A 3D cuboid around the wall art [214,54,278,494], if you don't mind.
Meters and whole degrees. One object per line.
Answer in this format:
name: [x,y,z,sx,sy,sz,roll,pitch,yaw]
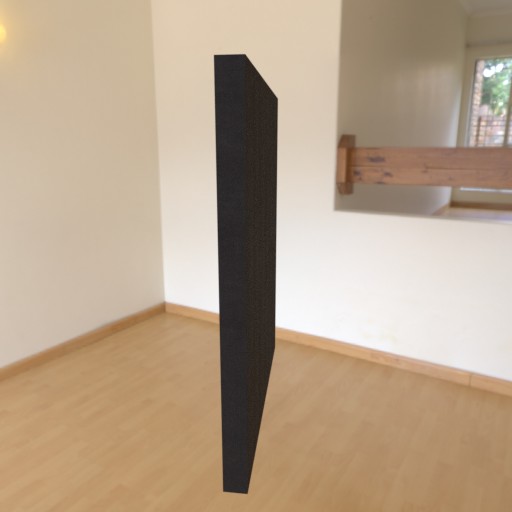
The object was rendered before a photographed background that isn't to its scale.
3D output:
wall art: [0.000,0.000,0.756,0.034,0.552,0.455,2,14,7]
